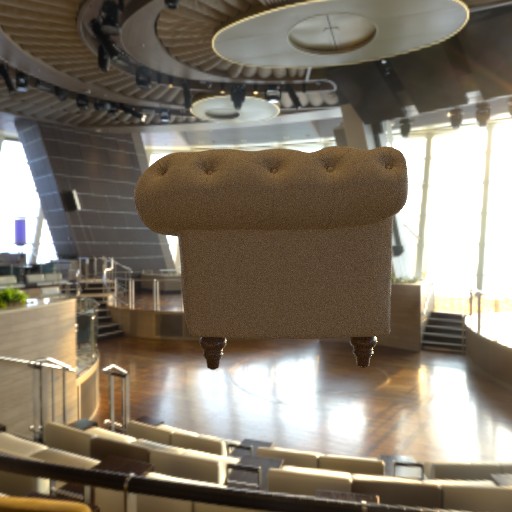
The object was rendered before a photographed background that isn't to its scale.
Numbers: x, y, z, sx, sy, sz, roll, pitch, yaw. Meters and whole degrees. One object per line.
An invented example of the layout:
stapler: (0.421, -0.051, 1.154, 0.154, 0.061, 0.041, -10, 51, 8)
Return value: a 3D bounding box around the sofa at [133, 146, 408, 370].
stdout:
sofa: (0.000, 0.000, 2.468, 1.069, 0.835, 1.988, 0, 1, 0)
